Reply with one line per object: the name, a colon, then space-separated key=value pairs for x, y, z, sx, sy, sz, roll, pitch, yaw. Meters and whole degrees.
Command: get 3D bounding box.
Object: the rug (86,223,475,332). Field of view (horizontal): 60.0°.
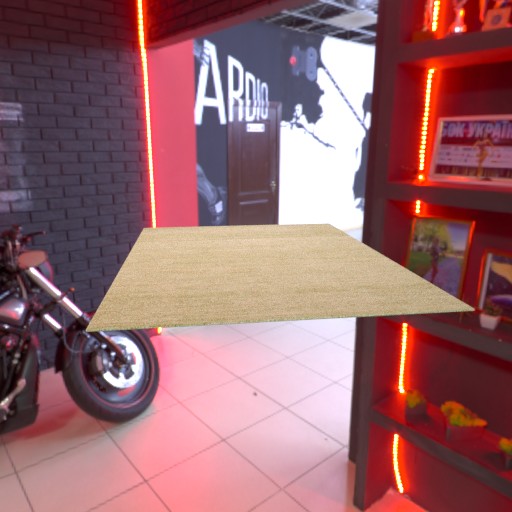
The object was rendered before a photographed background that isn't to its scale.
rug: x=0.000 y=0.000 z=4.244 sx=2.425 sy=0.016 sz=3.198 roll=-2 pitch=14 yaw=-8
